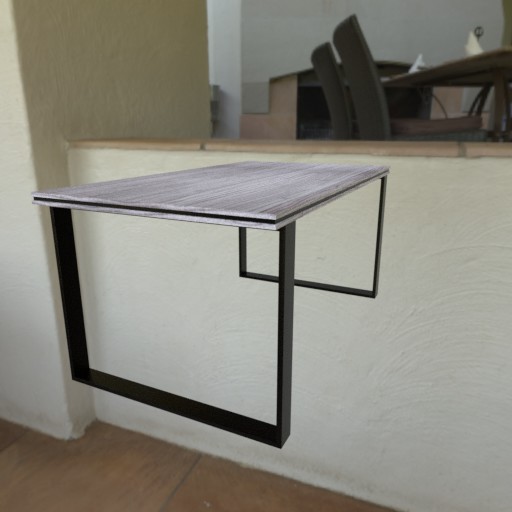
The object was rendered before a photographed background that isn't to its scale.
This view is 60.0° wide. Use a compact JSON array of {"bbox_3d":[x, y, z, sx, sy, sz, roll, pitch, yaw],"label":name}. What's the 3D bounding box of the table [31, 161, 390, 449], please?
[{"bbox_3d":[0.000,0.000,2.057,0.881,0.736,1.579,8,18,25],"label":"table"}]
